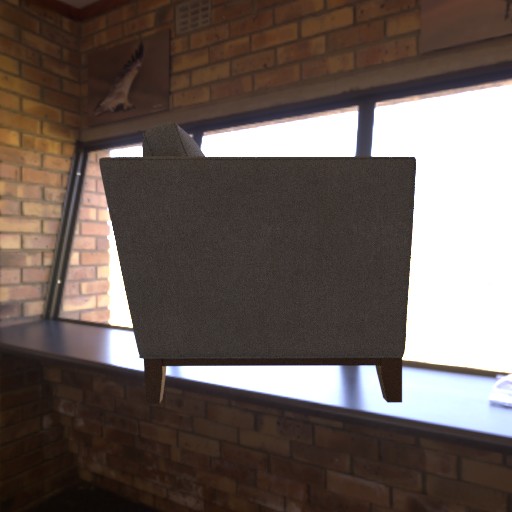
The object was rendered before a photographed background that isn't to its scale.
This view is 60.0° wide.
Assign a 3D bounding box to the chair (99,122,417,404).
[{"bbox_3d":[0.000,0.000,2.022,0.965,0.942,1.396,0,0,-1],"label":"chair"}]
